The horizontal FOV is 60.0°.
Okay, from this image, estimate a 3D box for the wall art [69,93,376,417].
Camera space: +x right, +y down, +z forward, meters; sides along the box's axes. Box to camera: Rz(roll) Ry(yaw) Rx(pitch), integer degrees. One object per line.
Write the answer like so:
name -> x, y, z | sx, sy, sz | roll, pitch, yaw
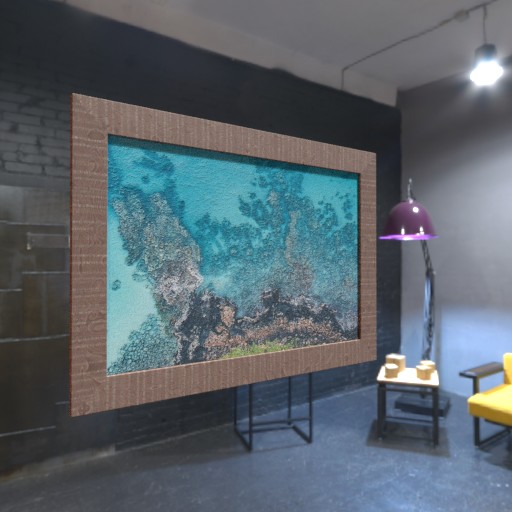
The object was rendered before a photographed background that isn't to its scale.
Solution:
wall art -> 0.000, 0.000, 1.341 | 1.056, 0.761, 0.020 | 0, -1, -34
